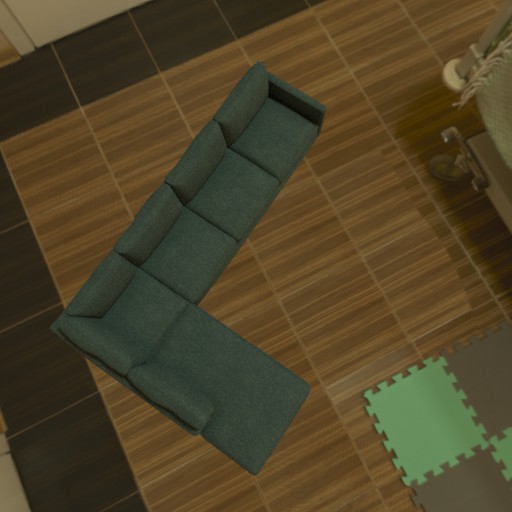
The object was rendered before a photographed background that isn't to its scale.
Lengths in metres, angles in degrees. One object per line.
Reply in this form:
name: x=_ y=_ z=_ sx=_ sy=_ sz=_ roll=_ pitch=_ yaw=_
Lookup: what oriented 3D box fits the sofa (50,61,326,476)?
sofa: x=0.000 y=0.000 z=3.833 sx=2.007 sy=0.815 sz=2.949 roll=33 pitch=79 yaw=7
